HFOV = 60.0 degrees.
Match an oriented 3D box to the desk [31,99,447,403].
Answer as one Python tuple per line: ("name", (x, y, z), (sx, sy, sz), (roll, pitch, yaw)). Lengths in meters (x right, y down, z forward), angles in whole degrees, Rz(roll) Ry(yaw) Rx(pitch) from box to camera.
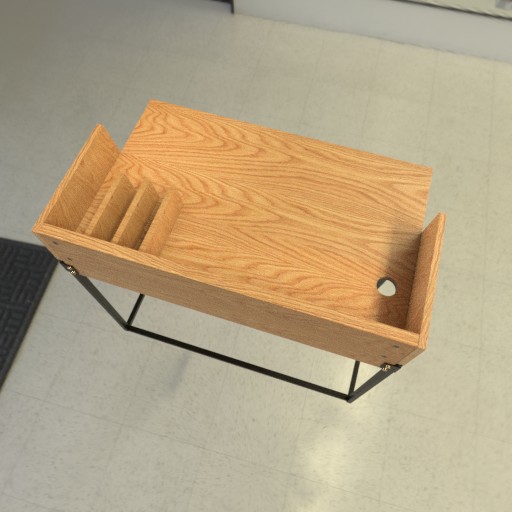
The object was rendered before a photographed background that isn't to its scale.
("desk", (0.000, 0.000, 1.892), (1.191, 1.061, 0.769), (16, 65, 8))
